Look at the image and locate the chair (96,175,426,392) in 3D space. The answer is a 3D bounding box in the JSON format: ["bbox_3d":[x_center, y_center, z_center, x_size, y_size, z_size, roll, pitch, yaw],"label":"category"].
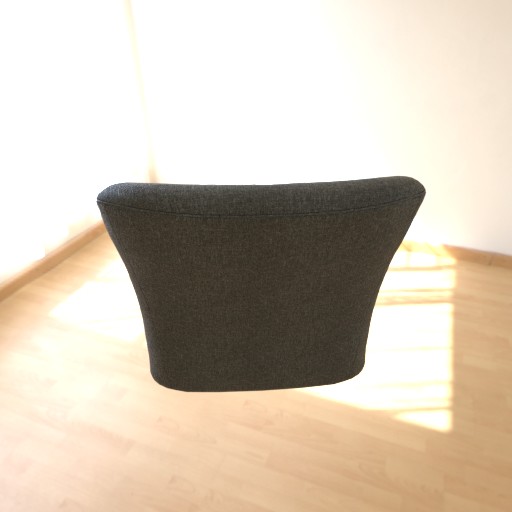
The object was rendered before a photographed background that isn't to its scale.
[{"bbox_3d":[0.000,0.000,1.601,0.864,0.856,0.923,-2,30,-3],"label":"chair"}]
